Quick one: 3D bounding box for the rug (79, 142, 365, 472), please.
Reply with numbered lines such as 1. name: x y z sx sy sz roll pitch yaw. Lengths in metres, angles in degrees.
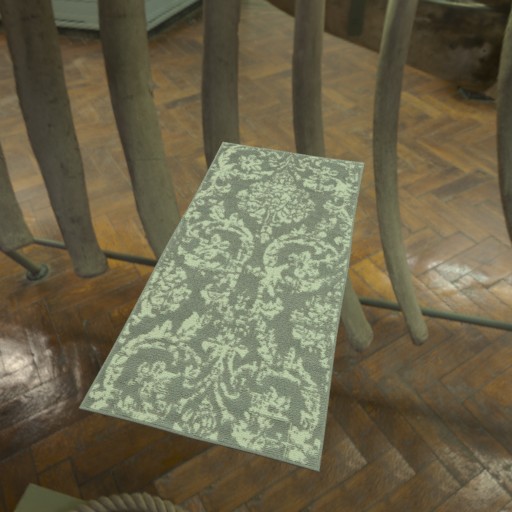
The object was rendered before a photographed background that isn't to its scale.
1. rug: 0.000 0.000 1.452 0.604 0.007 1.219 11 48 10
